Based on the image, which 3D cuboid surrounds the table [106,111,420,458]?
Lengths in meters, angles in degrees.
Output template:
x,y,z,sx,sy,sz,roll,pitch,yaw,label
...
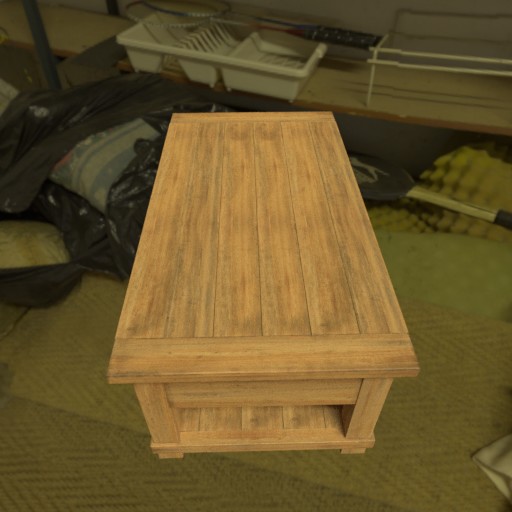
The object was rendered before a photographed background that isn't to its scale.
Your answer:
x,y,z,sx,sy,sz,roll,pitch,yaw,label
0.000,0.000,1.584,0.693,0.494,1.270,-1,43,-1,table
